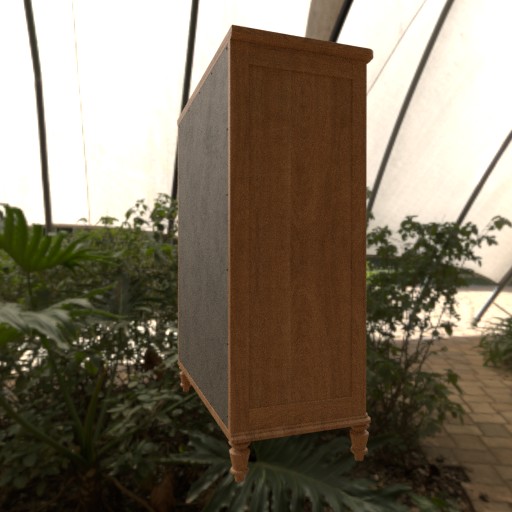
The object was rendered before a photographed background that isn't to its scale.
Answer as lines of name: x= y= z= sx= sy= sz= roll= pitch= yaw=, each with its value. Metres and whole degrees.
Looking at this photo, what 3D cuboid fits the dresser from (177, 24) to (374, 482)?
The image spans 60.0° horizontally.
dresser: x=0.000 y=0.000 z=1.796 sx=0.484 sy=1.318 sz=0.973 roll=0 pitch=1 yaw=-19
